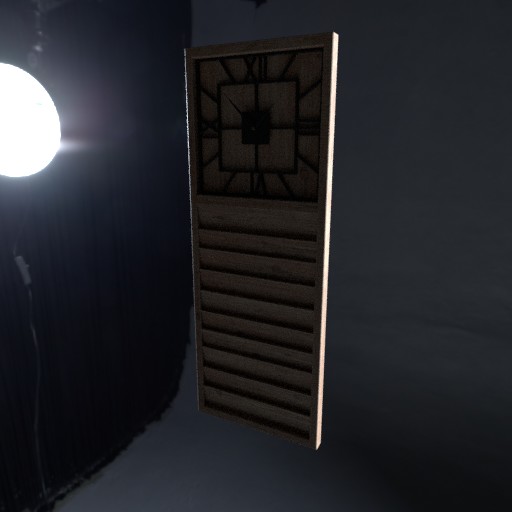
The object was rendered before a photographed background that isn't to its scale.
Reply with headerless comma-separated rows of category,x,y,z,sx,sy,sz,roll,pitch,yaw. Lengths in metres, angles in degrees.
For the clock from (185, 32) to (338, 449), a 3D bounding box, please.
clock,0.000,0.000,1.090,0.361,0.965,0.030,8,17,26
